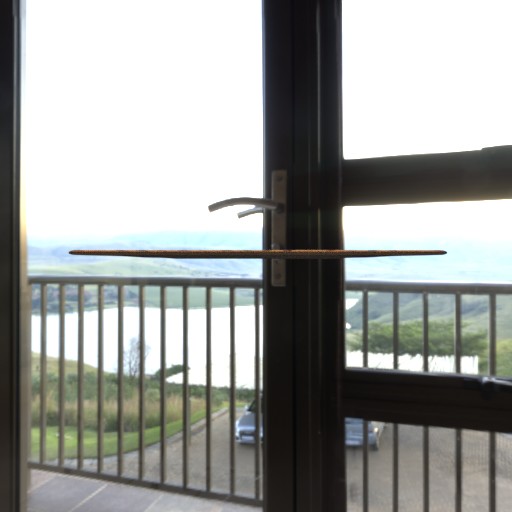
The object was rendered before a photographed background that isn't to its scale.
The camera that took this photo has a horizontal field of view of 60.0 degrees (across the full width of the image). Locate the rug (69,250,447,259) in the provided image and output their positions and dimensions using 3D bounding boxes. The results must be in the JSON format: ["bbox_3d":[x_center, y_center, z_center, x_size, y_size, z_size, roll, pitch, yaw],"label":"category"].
[{"bbox_3d":[0.000,0.000,2.994,1.521,0.023,2.464,0,-1,0],"label":"rug"}]
